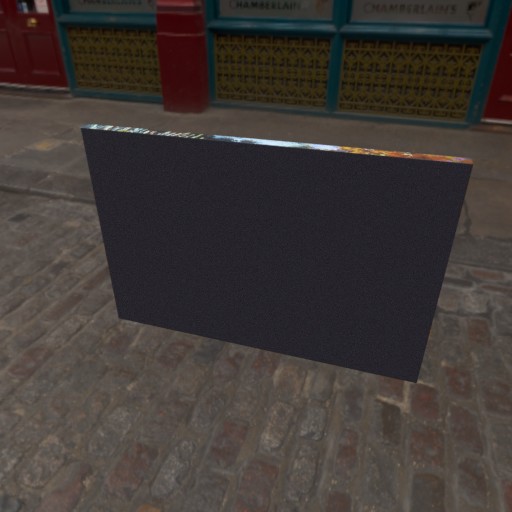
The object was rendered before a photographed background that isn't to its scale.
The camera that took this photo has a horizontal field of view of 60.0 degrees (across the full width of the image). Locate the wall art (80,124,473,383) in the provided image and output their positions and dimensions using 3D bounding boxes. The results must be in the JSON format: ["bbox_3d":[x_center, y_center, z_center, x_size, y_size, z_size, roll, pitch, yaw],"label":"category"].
[{"bbox_3d":[0.000,0.000,1.158,0.908,0.604,0.037,9,32,15],"label":"wall art"}]
